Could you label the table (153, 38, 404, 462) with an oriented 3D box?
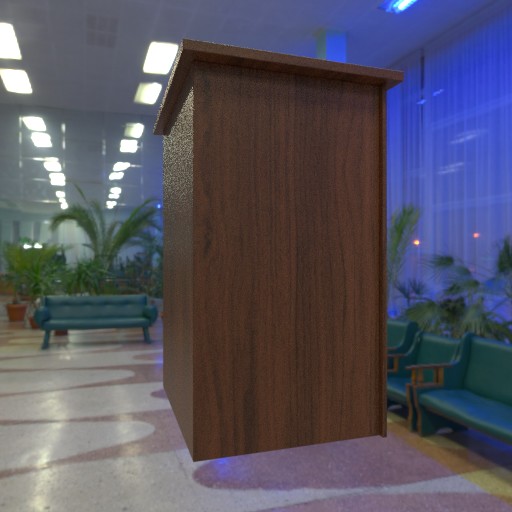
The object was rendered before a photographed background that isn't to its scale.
[{"bbox_3d":[0.000,0.000,0.934,0.381,0.636,0.480,0,0,-18],"label":"table"}]
